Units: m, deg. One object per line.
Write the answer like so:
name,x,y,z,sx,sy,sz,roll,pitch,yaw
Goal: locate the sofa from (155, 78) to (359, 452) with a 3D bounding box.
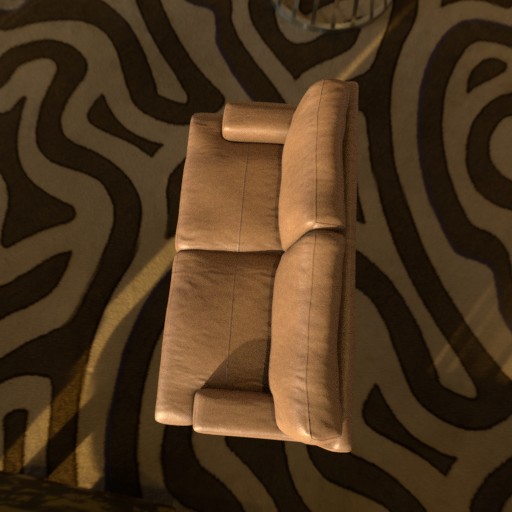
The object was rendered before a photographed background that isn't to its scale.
sofa,0.000,0.000,2.426,0.962,0.980,1.855,4,76,1
